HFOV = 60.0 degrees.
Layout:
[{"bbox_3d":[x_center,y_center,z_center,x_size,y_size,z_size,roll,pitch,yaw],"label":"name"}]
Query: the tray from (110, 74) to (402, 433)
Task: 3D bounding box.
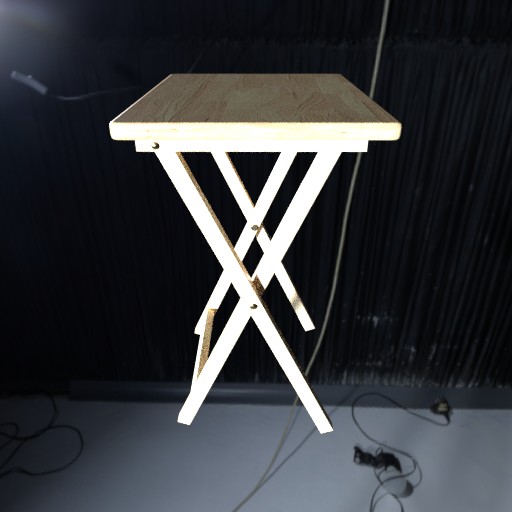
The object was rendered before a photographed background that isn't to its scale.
[{"bbox_3d":[0.000,0.000,0.939,0.381,0.660,0.483,0,29,0],"label":"tray"}]
